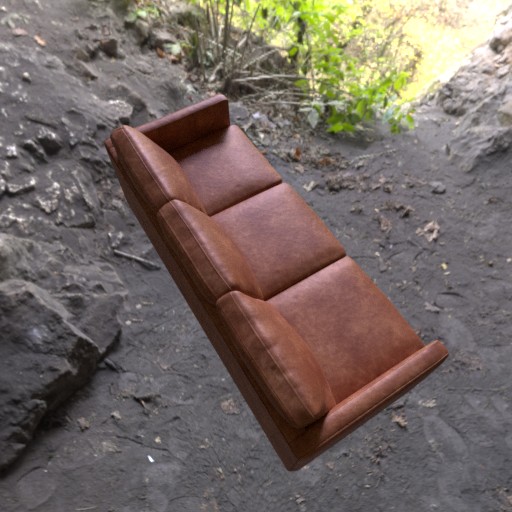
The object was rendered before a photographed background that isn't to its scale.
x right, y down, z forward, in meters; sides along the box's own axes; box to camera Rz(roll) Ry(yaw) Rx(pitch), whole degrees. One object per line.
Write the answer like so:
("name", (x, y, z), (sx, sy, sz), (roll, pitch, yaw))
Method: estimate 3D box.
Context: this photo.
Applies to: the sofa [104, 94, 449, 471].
("sofa", (0.000, 0.000, 3.008), (1.045, 1.006, 2.464), (-28, 63, -16))
